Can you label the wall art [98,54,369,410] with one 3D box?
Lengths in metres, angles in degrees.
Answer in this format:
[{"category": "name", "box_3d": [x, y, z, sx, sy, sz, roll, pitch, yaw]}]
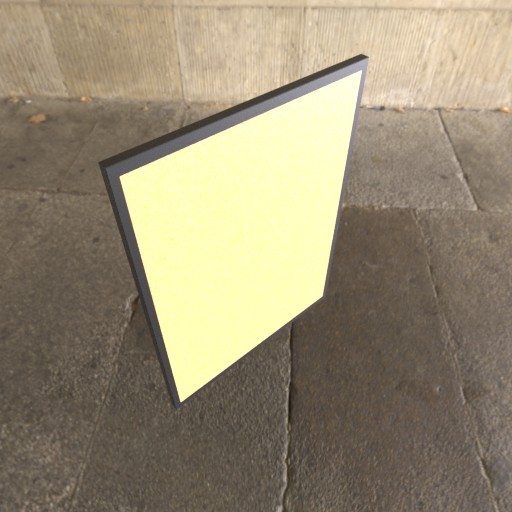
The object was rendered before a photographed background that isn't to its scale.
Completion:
[{"category": "wall art", "box_3d": [0.000, 0.000, 1.385, 0.774, 1.027, 0.030, -32, 54, -27]}]
